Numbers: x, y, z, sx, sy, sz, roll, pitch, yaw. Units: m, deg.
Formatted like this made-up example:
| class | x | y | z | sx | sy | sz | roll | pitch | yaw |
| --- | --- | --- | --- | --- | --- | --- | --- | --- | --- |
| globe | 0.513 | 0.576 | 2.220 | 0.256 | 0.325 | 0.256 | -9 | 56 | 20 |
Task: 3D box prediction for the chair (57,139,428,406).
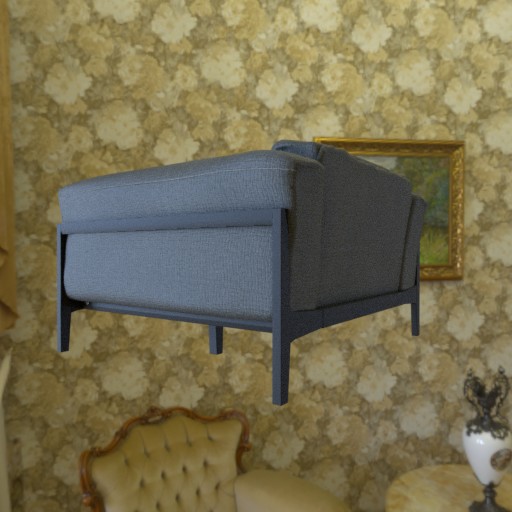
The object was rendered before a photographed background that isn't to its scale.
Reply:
| class | x | y | z | sx | sy | sz | roll | pitch | yaw |
| --- | --- | --- | --- | --- | --- | --- | --- | --- | --- |
| chair | 0.000 | 0.000 | 1.646 | 0.969 | 0.646 | 1.056 | 0 | 1 | 36 |
